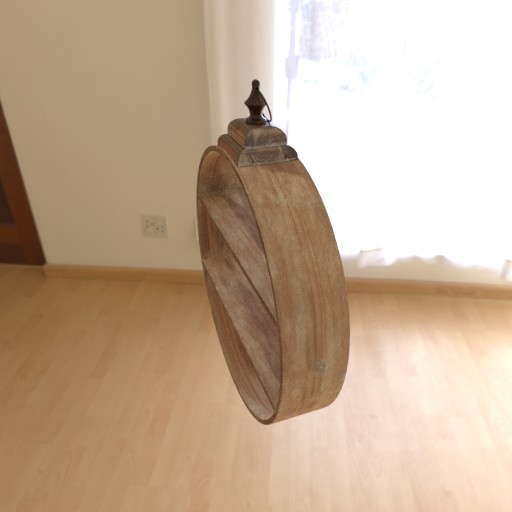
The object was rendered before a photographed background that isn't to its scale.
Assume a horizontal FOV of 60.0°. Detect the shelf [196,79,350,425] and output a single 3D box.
[{"bbox_3d":[0.000,0.000,0.965,0.125,0.725,0.601,-11,33,-17],"label":"shelf"}]
